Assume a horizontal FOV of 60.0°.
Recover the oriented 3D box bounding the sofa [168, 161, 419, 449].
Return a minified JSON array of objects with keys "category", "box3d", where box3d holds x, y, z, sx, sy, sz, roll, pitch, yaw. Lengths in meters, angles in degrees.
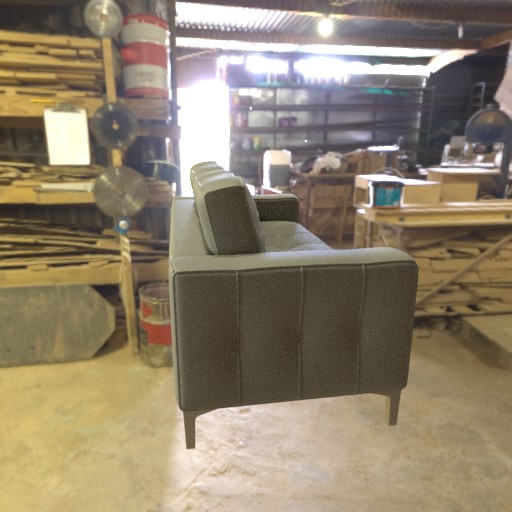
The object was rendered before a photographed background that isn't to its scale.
[{"category":"sofa","box3d":[0.000,0.000,2.242,0.833,0.893,1.726,-3,16,-10]}]
